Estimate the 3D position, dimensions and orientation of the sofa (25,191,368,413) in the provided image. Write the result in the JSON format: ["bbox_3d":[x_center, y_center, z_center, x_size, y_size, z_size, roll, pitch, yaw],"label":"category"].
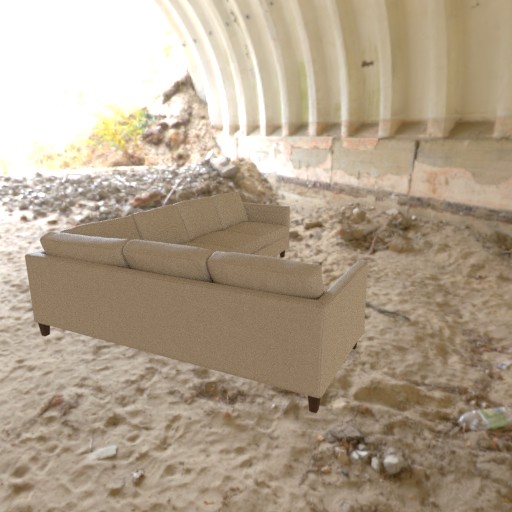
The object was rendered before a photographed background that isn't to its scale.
[{"bbox_3d":[0.000,0.000,4.312,2.432,0.863,3.182,7,17,26],"label":"sofa"}]
